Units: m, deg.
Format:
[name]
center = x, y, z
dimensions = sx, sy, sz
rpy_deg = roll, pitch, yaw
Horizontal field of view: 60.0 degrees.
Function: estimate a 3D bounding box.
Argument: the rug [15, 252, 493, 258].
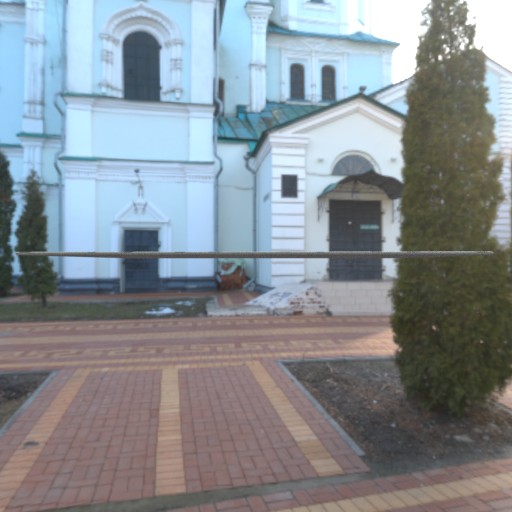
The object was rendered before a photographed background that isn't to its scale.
[rug]
center = 0.000, 0.000, 3.784
dimensions = 2.910, 0.021, 2.211
rpy_deg = 0, -1, 2
